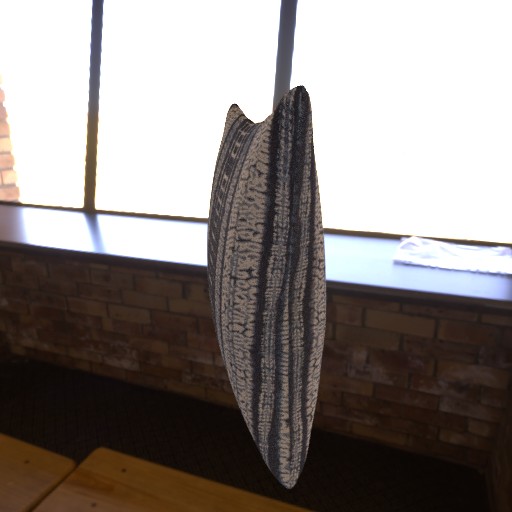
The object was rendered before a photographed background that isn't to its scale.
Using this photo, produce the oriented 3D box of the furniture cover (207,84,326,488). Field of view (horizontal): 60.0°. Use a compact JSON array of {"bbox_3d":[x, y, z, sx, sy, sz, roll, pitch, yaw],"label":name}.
[{"bbox_3d":[0.000,0.000,0.641,0.133,0.435,0.425,-3,17,-10],"label":"furniture cover"}]
